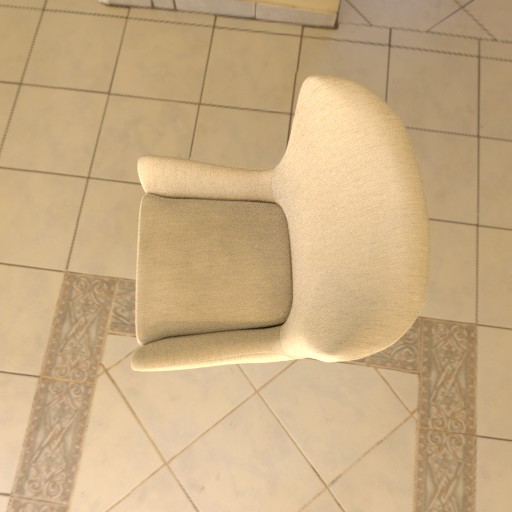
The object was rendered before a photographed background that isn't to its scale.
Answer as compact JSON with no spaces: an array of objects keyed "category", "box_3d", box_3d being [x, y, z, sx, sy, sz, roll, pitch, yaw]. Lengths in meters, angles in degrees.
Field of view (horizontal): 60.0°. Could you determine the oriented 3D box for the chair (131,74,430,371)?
[{"category":"chair","box_3d":[0.000,0.000,1.601,0.904,1.000,0.779,-2,75,-1]}]
